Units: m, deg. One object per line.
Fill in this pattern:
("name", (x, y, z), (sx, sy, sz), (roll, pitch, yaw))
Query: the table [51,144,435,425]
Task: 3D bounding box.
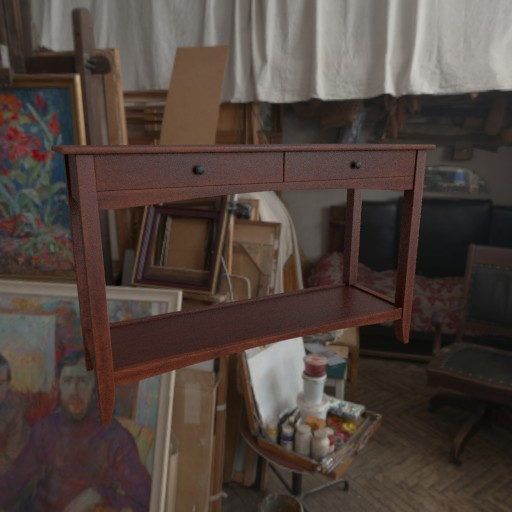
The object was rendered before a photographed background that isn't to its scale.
("table", (0.000, 0.000, 1.521), (1.188, 0.739, 0.392), (-7, 16, -26))
